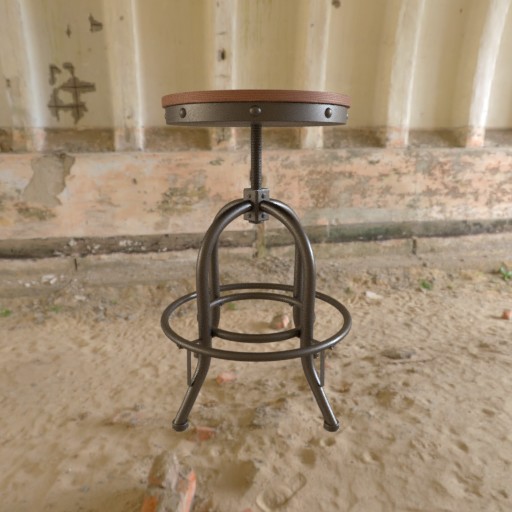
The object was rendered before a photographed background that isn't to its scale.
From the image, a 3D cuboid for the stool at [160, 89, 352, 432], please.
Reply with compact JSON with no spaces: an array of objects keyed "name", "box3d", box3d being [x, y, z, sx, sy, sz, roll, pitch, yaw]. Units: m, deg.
[{"name":"stool","box3d":[0.000,0.000,0.911,0.439,0.609,0.439,-14,20,-43]}]
